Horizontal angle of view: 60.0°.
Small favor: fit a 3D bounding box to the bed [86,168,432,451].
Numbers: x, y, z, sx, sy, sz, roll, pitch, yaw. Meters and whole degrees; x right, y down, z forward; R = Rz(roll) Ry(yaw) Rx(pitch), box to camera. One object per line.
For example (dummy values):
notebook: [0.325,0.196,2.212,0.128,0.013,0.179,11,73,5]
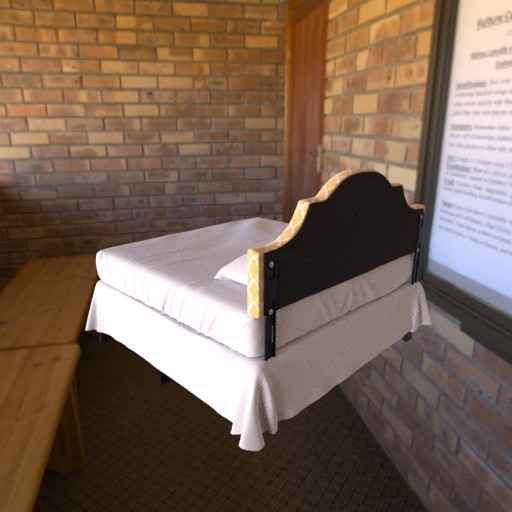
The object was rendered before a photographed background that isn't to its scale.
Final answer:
bed: [0.000,0.000,3.780,2.314,1.601,2.222,-16,23,-42]
